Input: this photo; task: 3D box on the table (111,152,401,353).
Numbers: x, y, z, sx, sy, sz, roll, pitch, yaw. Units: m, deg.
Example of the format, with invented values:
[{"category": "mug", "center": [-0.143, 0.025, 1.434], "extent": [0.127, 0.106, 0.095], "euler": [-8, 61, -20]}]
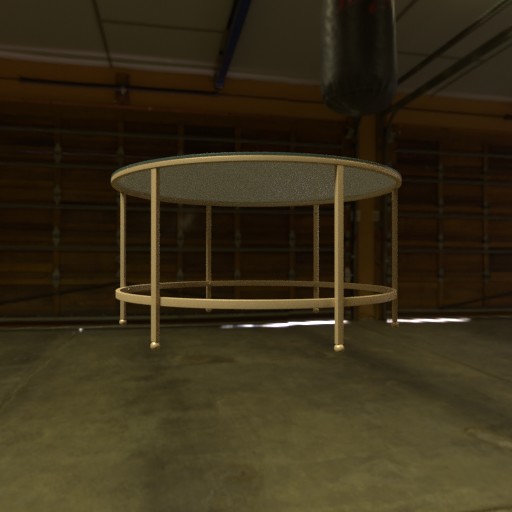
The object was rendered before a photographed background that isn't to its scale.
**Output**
[{"category": "table", "center": [0.000, 0.000, 1.465], "extent": [0.914, 0.470, 0.914], "euler": [0, 0, 0]}]
